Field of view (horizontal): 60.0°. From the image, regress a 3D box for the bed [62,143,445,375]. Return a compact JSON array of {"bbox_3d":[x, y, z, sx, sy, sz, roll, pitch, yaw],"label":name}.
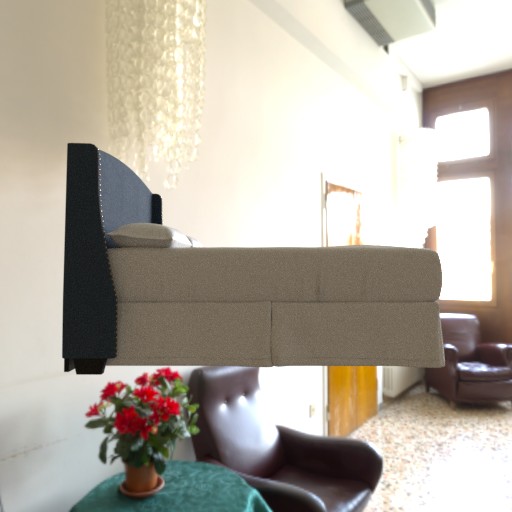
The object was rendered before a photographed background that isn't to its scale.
[{"bbox_3d":[0.000,0.000,3.372,2.237,1.407,1.710,0,-2,0],"label":"bed"}]
